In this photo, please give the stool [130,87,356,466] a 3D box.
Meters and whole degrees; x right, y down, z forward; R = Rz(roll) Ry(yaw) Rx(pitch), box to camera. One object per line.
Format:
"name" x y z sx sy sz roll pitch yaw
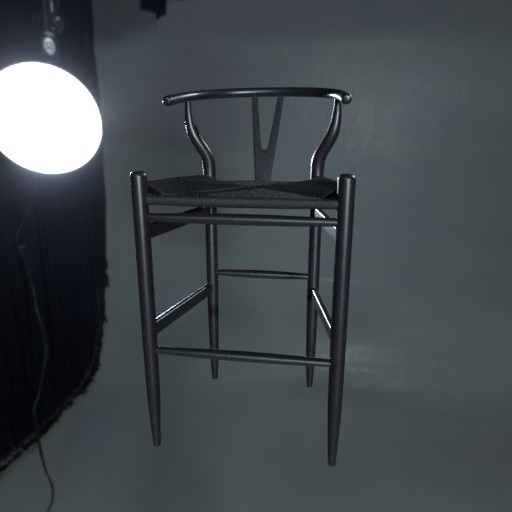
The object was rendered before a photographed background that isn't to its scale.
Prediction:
"stool" 0.000 0.000 1.428 0.569 1.072 0.579 2 15 9
